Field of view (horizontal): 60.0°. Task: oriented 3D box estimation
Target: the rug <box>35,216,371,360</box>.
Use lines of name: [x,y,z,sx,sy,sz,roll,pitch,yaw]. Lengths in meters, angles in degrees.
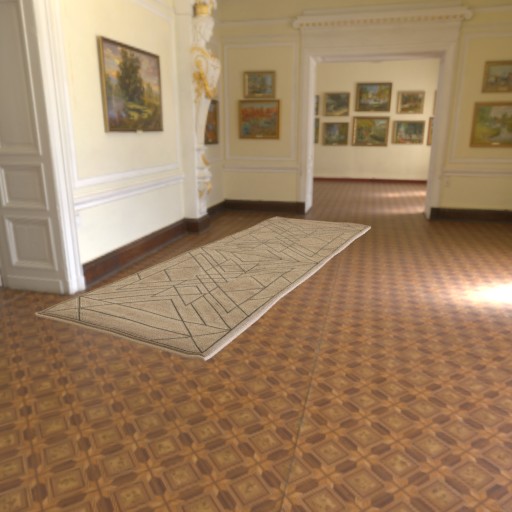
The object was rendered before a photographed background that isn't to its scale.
rug: [0.000,0.000,2.650,0.831,0.036,2.381,8,18,26]
